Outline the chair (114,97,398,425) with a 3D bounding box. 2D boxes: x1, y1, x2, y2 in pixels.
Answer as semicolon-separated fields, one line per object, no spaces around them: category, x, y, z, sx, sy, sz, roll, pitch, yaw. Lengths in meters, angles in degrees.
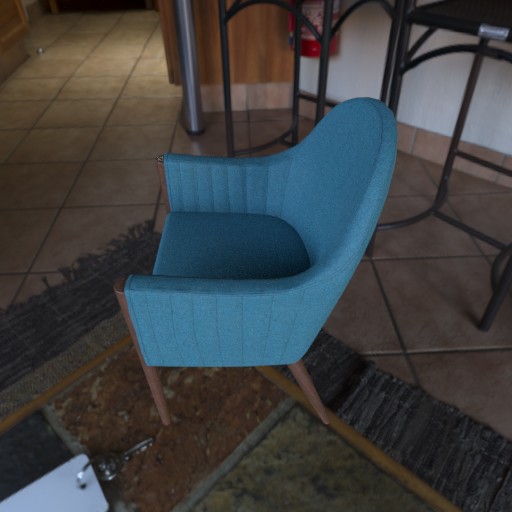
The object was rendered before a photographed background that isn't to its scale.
chair;0.000;0.000;1.338;0.652;0.907;0.656;0;41;0
